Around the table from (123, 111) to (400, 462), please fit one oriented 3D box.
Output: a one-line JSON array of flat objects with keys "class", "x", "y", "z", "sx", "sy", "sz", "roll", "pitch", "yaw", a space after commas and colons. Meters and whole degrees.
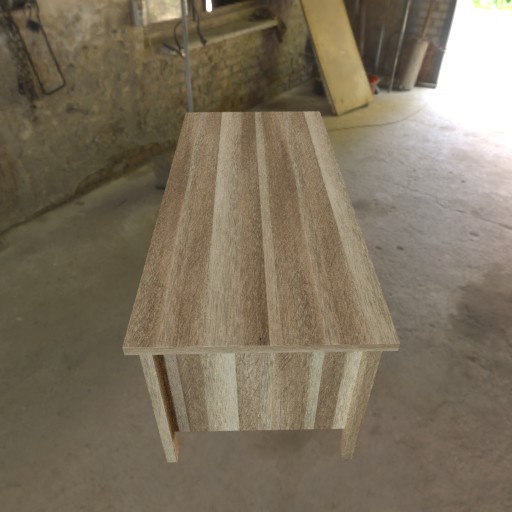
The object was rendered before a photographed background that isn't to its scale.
[{"class": "table", "x": 0.000, "y": 0.000, "z": 1.360, "sx": 0.493, "sy": 0.480, "sz": 1.095, "roll": -1, "pitch": 39, "yaw": -1}]
